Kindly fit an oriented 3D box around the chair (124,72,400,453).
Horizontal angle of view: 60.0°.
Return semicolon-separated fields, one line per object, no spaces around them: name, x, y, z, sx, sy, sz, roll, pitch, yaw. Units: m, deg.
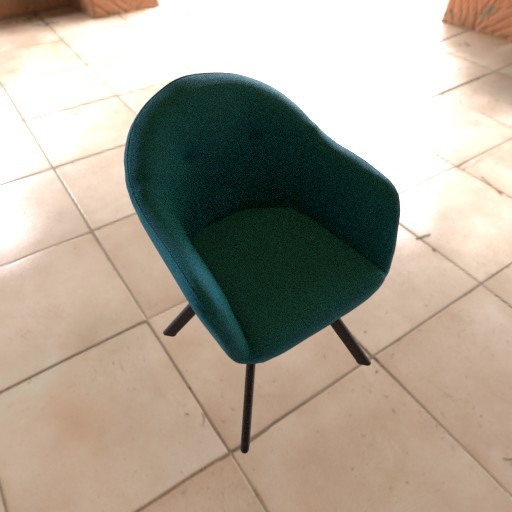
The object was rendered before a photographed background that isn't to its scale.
chair;0.000;0.000;1.166;0.545;0.775;0.565;-27;52;-24
